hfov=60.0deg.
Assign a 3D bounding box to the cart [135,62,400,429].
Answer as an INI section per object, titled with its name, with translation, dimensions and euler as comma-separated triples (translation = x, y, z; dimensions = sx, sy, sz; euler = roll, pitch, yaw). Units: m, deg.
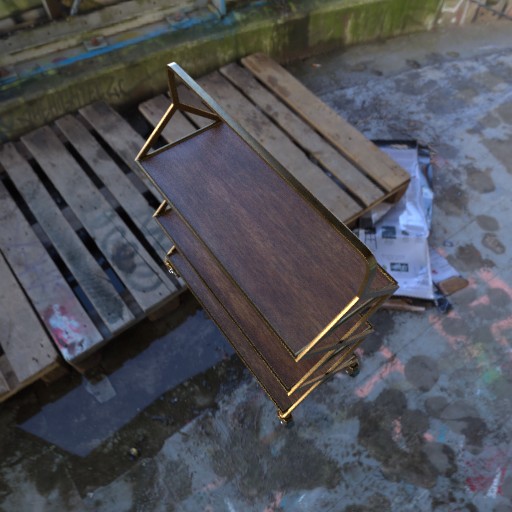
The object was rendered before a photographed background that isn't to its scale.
[cart]
translation = 0.000, 0.000, 1.211
dimensions = 0.313, 0.805, 0.723
euler = -32, 63, -19
